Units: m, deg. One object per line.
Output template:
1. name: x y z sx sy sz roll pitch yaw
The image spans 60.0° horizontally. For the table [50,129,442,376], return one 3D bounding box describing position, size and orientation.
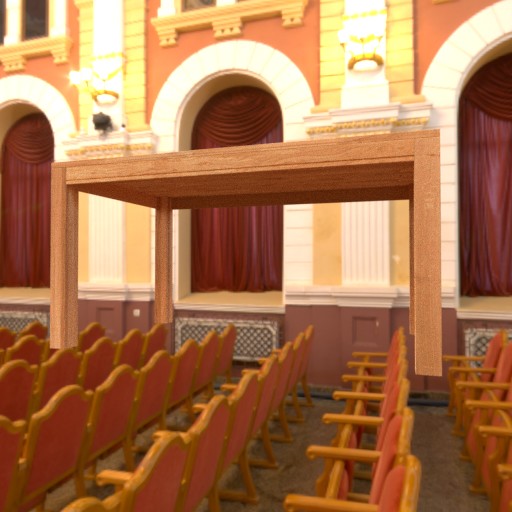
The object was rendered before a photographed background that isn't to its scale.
1. table: 0.000 0.000 2.035 1.500 0.770 0.900 0 -1 18
